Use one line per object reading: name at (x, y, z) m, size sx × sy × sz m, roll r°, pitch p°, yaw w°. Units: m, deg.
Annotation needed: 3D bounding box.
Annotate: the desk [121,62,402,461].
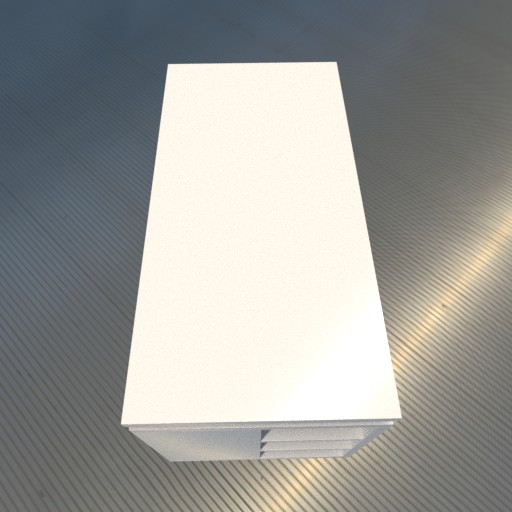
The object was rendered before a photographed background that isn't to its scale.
desk at (0.000, 0.000, 1.766) m, size 0.690 × 0.740 × 1.400 m, roll -1°, pitch 59°, yaw -1°
